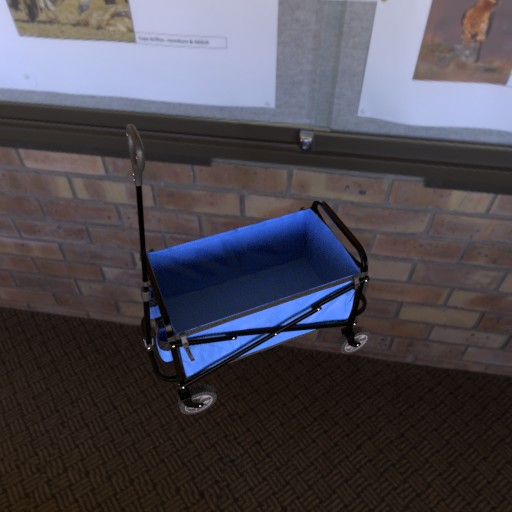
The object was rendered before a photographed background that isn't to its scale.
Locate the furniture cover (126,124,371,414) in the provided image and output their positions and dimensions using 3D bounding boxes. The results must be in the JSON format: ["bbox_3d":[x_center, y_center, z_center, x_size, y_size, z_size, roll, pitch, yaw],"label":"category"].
[{"bbox_3d":[0.000,0.000,1.805,1.038,1.295,0.532,-17,48,-16],"label":"furniture cover"}]
